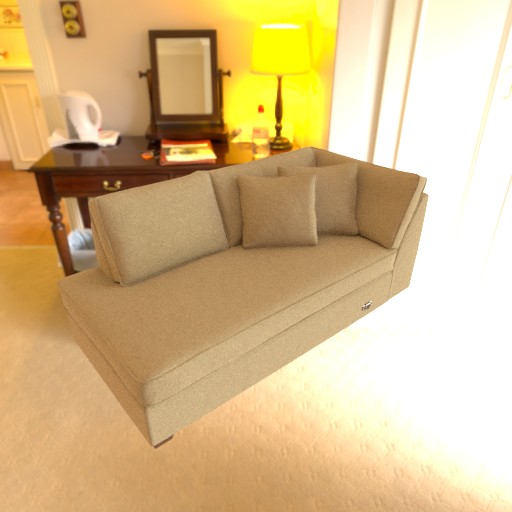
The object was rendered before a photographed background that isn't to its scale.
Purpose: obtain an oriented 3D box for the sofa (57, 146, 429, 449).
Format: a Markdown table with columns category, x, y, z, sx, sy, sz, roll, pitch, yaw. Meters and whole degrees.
| category | x | y | z | sx | sy | sz | roll | pitch | yaw |
| --- | --- | --- | --- | --- | --- | --- | --- | --- | --- |
| sofa | 0.000 | 0.000 | 2.892 | 2.237 | 1.033 | 1.110 | -22 | 37 | -33 |
